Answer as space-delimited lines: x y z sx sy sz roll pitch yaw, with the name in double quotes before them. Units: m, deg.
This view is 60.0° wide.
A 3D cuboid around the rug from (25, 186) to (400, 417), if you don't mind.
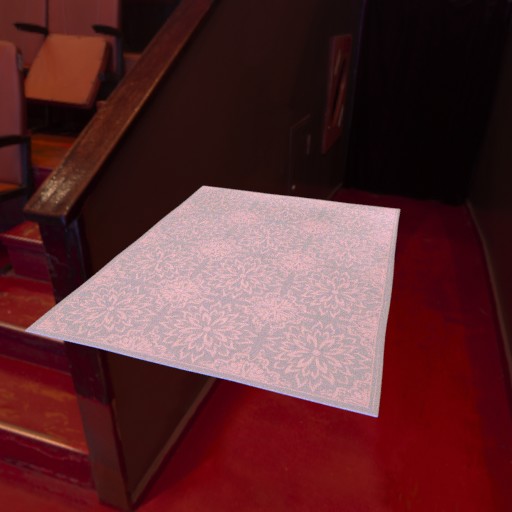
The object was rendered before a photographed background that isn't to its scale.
"rug" 0.000 0.000 3.955 2.363 0.012 2.980 9 31 16
